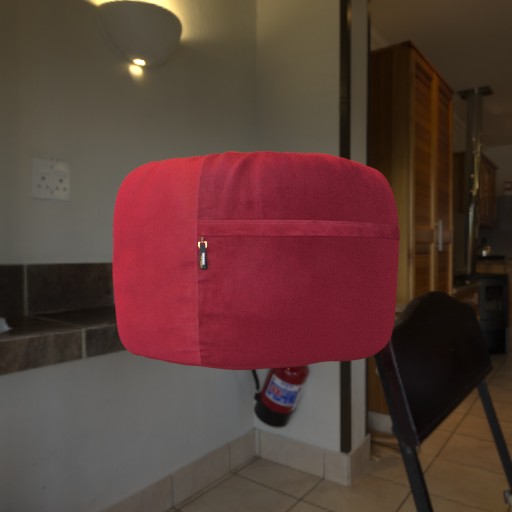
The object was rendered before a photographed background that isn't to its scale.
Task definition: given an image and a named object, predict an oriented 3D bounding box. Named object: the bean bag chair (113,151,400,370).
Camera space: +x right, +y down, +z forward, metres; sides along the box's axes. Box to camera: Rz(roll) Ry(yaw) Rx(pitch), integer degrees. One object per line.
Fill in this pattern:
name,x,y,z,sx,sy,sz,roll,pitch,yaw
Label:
bean bag chair,0.000,0.000,1.975,1.219,0.762,1.219,0,0,0
